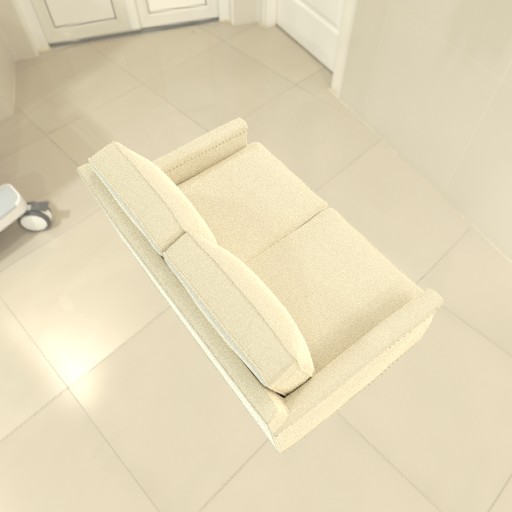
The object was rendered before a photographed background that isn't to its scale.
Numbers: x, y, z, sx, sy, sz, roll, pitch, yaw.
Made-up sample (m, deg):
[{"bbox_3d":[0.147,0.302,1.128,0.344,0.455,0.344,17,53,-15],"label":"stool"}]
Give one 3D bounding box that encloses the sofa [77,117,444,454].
[{"bbox_3d":[0.000,0.000,2.289,1.084,1.003,1.597,-32,62,-20],"label":"sofa"}]
